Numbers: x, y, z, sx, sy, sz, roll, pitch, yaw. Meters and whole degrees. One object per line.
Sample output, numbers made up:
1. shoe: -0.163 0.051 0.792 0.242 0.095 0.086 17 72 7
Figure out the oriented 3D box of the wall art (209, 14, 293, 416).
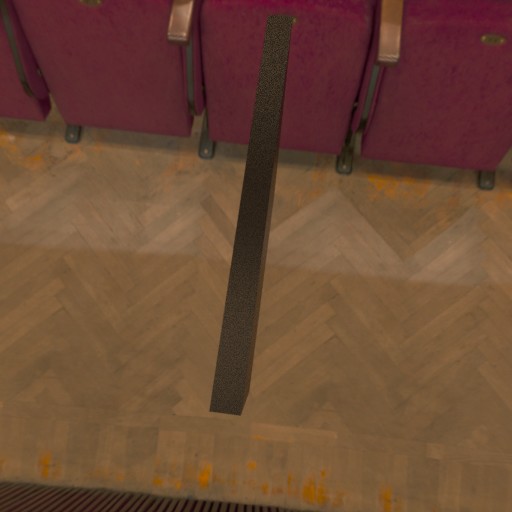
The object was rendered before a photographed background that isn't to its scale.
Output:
1. wall art: 0.000 0.000 0.751 0.031 0.558 0.461 7 75 2
